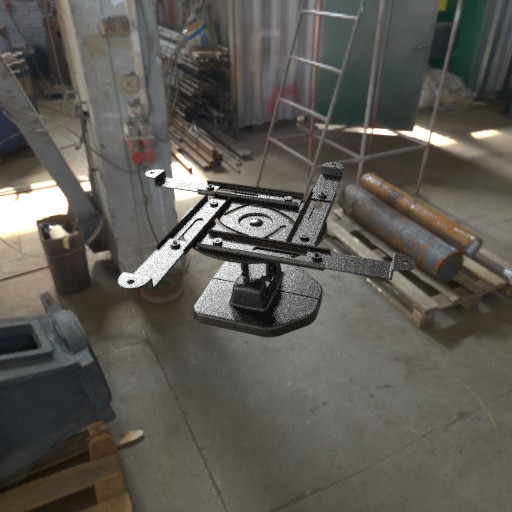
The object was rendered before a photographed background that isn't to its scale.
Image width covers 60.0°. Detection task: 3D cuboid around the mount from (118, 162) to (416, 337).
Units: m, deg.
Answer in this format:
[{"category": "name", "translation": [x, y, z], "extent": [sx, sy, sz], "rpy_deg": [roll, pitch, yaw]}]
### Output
[{"category": "mount", "translation": [0.000, 0.000, 0.605], "extent": [0.394, 0.141, 0.394], "rpy_deg": [10, 34, 15]}]
